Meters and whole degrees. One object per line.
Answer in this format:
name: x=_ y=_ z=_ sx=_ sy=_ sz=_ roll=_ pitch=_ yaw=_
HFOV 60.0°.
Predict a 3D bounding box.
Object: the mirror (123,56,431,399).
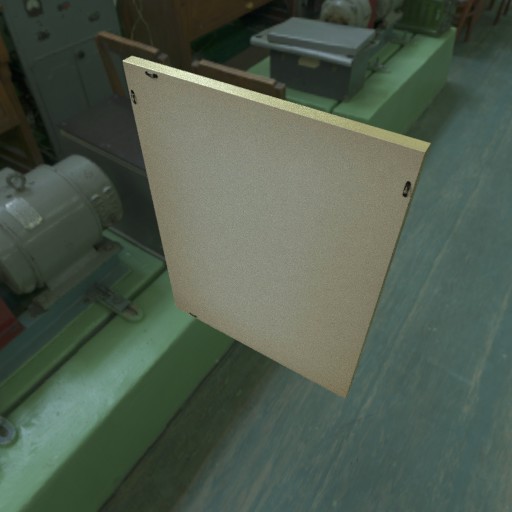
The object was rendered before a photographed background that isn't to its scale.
mirror: x=0.000 y=0.000 z=1.342 sx=0.762 sy=1.016 sz=0.040 roll=24 pitch=51 yaw=21
